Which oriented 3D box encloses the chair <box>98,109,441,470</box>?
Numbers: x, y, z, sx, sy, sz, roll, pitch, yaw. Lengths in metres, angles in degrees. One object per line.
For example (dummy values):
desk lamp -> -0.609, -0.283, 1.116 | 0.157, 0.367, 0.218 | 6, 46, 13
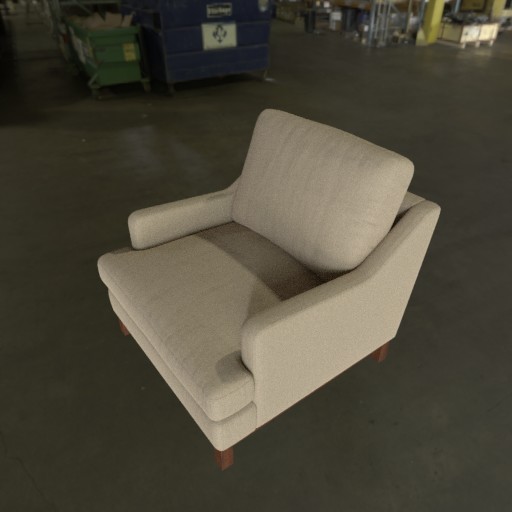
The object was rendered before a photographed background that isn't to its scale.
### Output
chair -> 0.000, 0.000, 1.750 | 1.001, 0.916, 0.912 | -23, 40, -30
